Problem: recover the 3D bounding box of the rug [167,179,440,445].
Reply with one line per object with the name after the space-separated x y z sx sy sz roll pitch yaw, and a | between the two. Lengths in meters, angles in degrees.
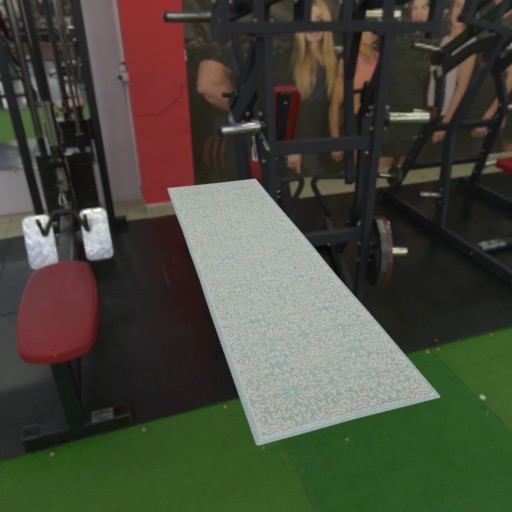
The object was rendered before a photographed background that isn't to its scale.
0.000 0.000 2.346 0.662 0.011 2.196 -9 32 -14 | rug
